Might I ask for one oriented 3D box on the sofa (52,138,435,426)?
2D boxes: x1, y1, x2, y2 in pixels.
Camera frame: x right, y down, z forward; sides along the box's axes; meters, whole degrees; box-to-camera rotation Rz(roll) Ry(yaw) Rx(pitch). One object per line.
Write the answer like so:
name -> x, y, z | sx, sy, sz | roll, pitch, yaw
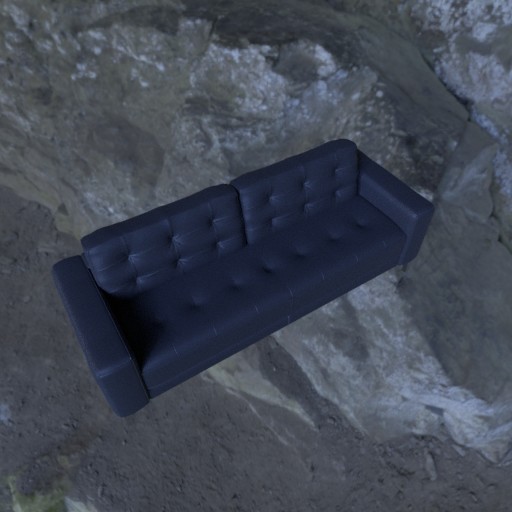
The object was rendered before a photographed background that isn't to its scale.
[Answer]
sofa -> 0.000, 0.000, 2.812 | 2.275, 0.893, 0.833 | -25, 52, -21
